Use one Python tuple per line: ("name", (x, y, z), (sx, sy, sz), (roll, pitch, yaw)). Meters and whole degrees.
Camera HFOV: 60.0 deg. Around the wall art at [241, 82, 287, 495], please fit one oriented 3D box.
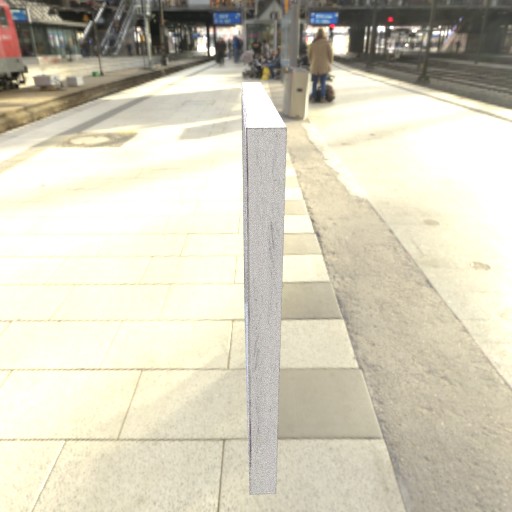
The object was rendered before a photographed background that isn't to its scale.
("wall art", (0.000, 0.000, 0.749), (0.038, 0.508, 0.508), (-1, 26, -2))
